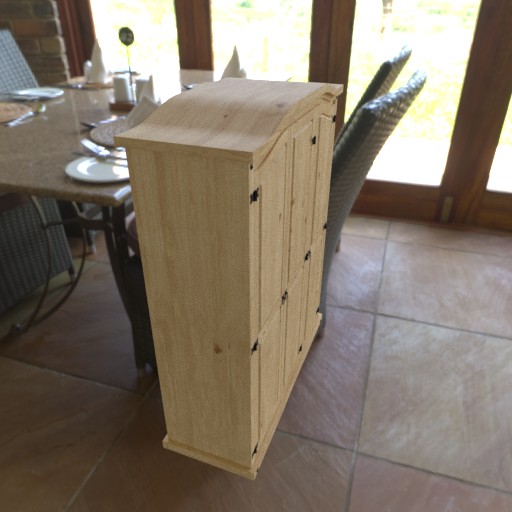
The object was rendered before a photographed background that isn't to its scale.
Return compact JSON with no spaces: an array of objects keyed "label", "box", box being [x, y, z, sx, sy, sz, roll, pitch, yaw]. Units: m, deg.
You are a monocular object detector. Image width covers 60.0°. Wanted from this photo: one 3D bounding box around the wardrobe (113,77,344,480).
[{"label":"wardrobe","box":[0.000,0.000,2.612,0.570,1.870,1.500,11,32,18]}]
